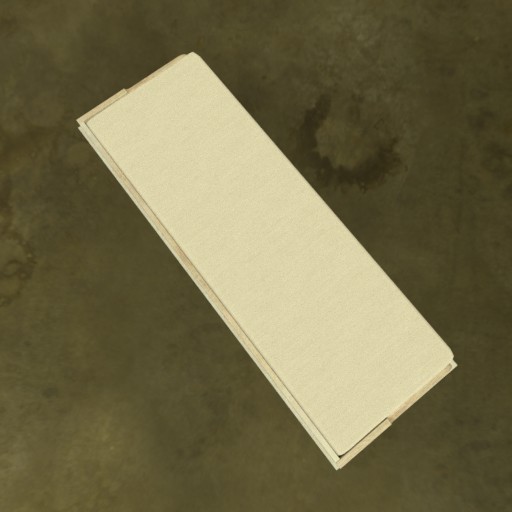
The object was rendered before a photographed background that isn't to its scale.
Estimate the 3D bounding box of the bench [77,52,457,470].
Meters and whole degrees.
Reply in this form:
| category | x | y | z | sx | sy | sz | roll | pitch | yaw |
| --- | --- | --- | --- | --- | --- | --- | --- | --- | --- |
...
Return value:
| category | x | y | z | sx | sy | sz | roll | pitch | yaw |
| --- | --- | --- | --- | --- | --- | --- | --- | --- | --- |
| bench | 0.000 | 0.000 | 1.385 | 0.398 | 0.501 | 1.140 | -37 | 80 | -8 |
